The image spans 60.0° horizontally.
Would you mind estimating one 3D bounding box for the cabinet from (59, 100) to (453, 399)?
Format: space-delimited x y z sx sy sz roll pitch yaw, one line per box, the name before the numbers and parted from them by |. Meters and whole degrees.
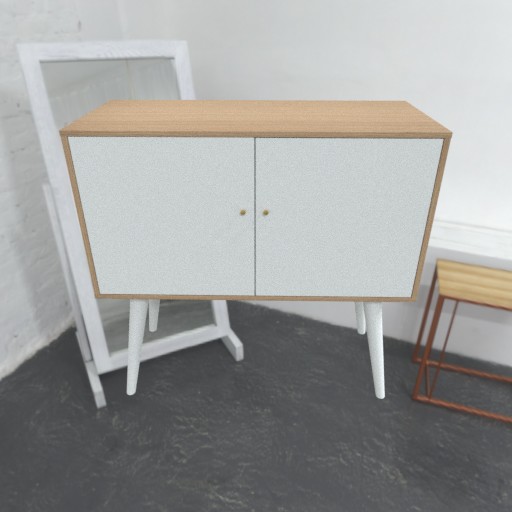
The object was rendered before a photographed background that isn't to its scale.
cabinet | 0.000 0.000 1.631 1.057 1.016 0.470 1 29 1
